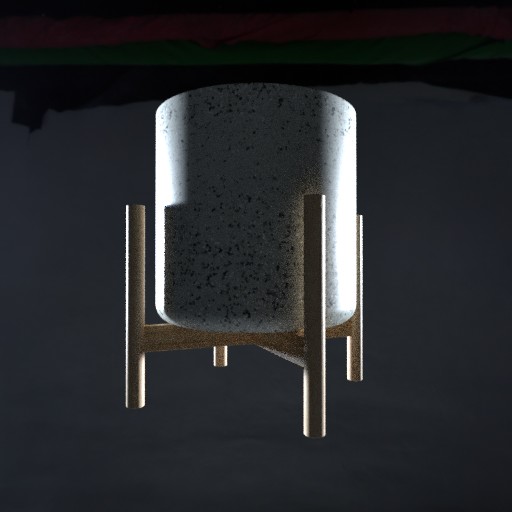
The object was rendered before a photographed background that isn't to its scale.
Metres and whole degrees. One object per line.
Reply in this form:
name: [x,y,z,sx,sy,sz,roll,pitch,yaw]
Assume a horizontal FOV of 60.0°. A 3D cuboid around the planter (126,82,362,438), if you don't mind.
planter: [0.000,0.000,0.688,0.360,0.419,0.360,0,0,0]
